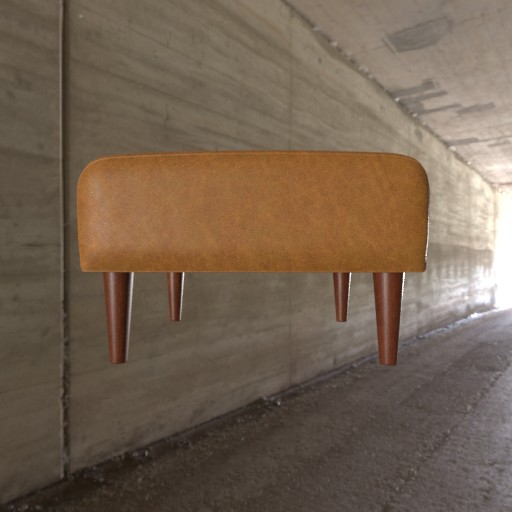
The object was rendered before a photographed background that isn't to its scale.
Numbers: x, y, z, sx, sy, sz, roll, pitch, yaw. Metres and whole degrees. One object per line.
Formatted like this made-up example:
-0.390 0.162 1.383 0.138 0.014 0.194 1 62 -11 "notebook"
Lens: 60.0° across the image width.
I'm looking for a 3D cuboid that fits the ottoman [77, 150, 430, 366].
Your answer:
0.000 0.000 1.089 0.650 0.399 0.650 0 0 1 "ottoman"
